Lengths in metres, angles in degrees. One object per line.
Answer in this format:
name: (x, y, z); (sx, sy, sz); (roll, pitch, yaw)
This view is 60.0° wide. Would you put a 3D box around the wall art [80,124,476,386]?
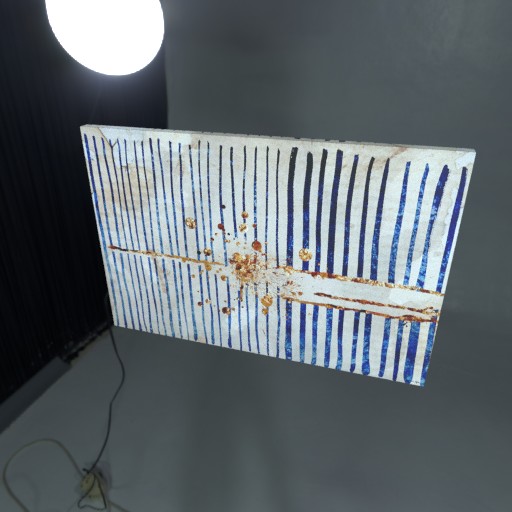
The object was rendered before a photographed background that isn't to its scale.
wall art: (0.000, 0.000, 1.146); (0.919, 0.609, 0.030); (8, 28, 15)
